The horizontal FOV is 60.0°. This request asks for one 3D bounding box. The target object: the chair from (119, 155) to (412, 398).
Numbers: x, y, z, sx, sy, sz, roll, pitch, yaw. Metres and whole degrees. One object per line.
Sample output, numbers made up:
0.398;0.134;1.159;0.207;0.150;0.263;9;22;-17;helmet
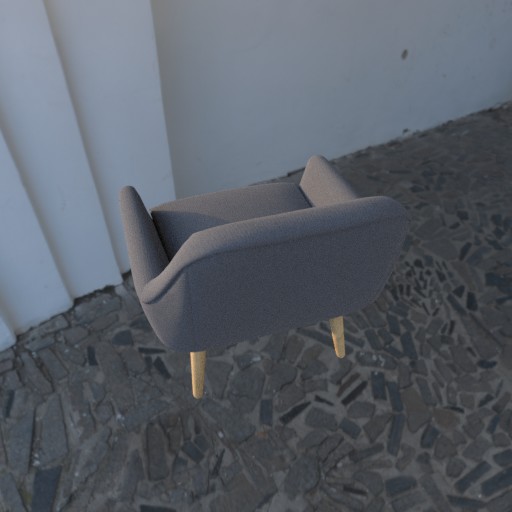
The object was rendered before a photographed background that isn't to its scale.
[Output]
0.000;0.000;1.423;0.770;0.800;0.779;-12;42;-14;chair
